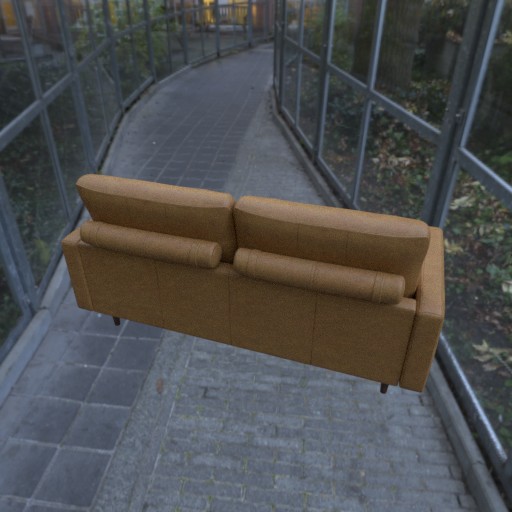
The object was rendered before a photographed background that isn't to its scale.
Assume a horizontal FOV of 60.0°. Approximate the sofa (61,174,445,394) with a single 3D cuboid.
[{"bbox_3d":[0.000,0.000,2.315,1.821,0.898,0.850,10,33,16],"label":"sofa"}]
